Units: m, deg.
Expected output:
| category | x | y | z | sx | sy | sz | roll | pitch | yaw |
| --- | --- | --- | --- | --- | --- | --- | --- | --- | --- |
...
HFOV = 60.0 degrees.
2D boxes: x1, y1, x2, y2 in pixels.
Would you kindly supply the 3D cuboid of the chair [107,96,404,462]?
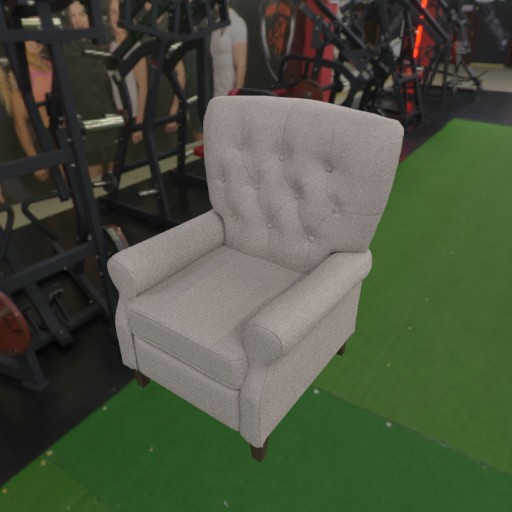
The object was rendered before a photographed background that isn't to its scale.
| category | x | y | z | sx | sy | sz | roll | pitch | yaw |
| --- | --- | --- | --- | --- | --- | --- | --- | --- | --- |
| chair | 0.000 | 0.000 | 1.932 | 0.942 | 1.209 | 1.025 | 20 | 35 | 31 |
